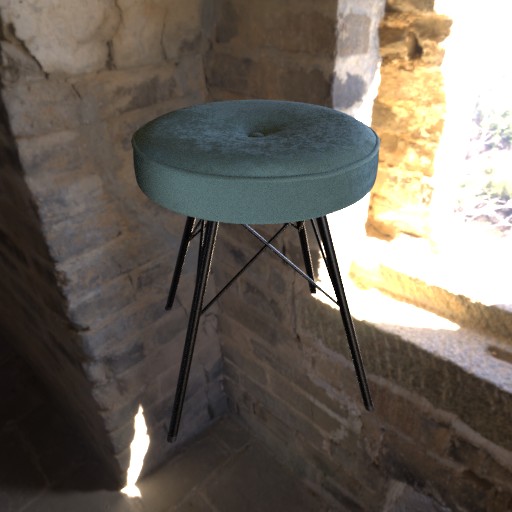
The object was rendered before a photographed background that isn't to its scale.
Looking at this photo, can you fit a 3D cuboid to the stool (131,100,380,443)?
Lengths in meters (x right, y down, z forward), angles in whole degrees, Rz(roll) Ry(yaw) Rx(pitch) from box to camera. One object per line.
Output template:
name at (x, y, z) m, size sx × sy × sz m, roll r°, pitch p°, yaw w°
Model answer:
stool at (0.000, 0.000, 0.870) m, size 0.458 × 0.519 × 0.457 m, roll -1°, pitch 32°, yaw -1°
